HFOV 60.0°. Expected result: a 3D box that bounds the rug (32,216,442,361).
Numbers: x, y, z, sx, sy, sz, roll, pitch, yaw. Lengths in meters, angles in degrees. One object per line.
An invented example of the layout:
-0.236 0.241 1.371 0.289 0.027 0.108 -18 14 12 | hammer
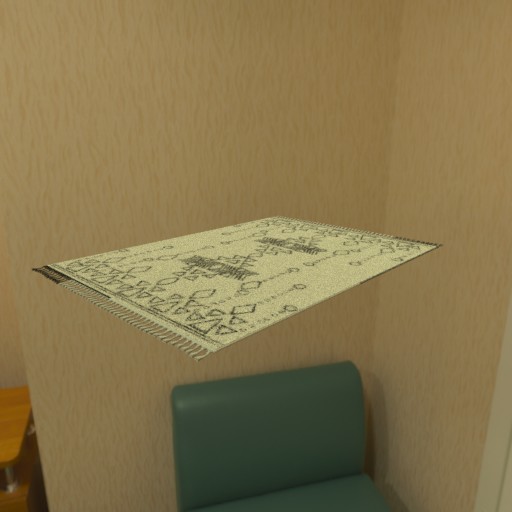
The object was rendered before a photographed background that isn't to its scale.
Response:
0.000 0.000 2.982 1.600 0.013 2.312 15 22 41 | rug
